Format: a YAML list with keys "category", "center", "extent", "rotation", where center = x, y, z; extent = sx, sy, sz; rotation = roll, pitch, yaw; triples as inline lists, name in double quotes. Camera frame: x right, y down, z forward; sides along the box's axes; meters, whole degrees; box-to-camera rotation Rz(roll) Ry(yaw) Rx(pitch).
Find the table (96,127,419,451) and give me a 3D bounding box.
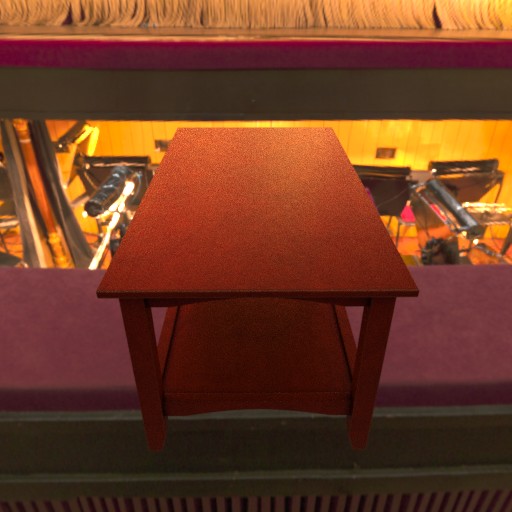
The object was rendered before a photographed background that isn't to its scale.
- category: "table"
  center: [0.000, 0.000, 1.245]
  extent: [0.533, 0.456, 0.943]
  rotation: [0, 32, 0]
